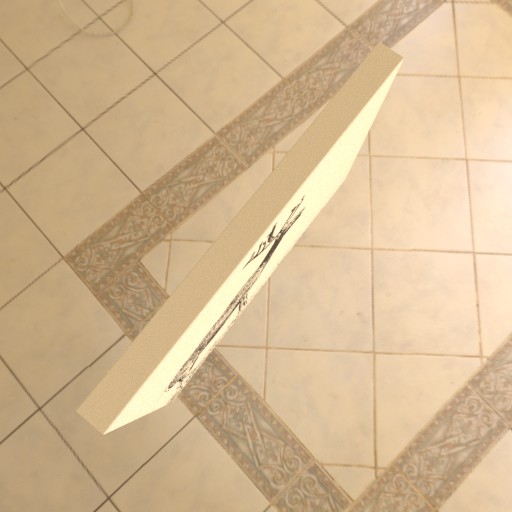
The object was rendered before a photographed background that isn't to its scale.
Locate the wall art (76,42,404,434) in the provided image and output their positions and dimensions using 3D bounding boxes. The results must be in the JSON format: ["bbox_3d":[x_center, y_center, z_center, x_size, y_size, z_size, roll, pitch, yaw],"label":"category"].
[{"bbox_3d":[0.000,0.000,0.751,0.042,0.414,0.608,37,79,8],"label":"wall art"}]
